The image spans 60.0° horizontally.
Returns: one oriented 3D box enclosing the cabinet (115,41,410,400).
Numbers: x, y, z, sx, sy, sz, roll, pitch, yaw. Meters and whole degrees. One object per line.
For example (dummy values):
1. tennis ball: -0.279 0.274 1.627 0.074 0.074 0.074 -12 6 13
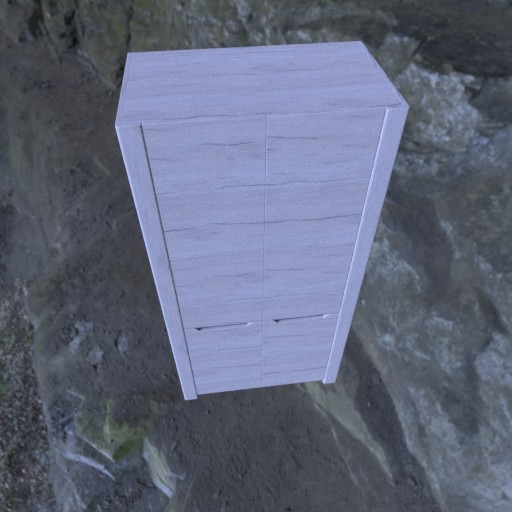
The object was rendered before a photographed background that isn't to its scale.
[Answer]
1. cabinet: 0.000 0.000 2.350 0.980 1.930 0.580 -5 47 -5
